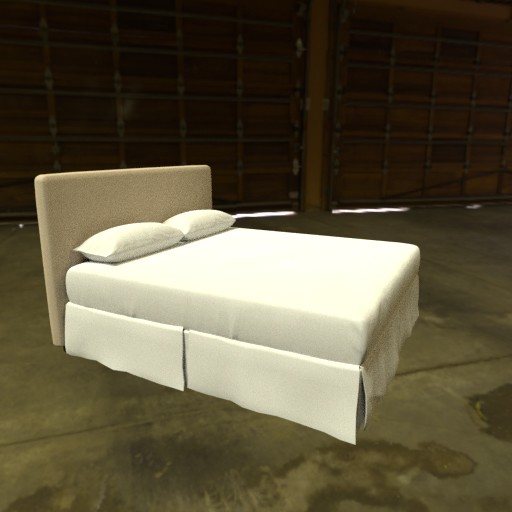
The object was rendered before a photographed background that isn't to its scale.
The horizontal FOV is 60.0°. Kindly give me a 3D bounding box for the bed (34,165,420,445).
[{"bbox_3d":[0.000,0.000,3.491,2.319,1.317,2.119,7,15,26],"label":"bed"}]
